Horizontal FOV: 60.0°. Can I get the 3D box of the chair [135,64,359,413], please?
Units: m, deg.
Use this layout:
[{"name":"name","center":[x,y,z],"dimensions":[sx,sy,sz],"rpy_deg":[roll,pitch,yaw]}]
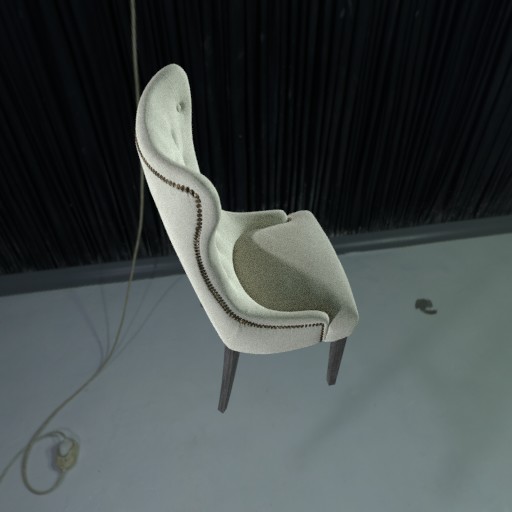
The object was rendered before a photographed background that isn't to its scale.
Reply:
[{"name":"chair","center":[0.000,0.000,1.442],"dimensions":[0.590,1.065,0.584],"rpy_deg":[-9,47,-9]}]
